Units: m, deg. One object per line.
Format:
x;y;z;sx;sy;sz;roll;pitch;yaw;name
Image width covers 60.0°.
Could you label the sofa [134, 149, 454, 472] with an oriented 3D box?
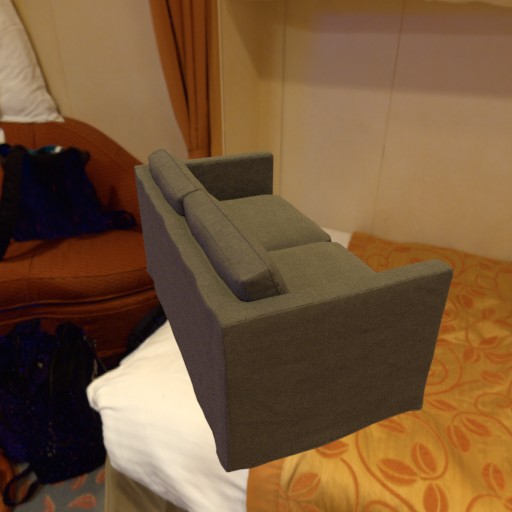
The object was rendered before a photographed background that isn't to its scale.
0.000;0.000;2.376;0.974;0.854;1.802;-11;31;-19;sofa
